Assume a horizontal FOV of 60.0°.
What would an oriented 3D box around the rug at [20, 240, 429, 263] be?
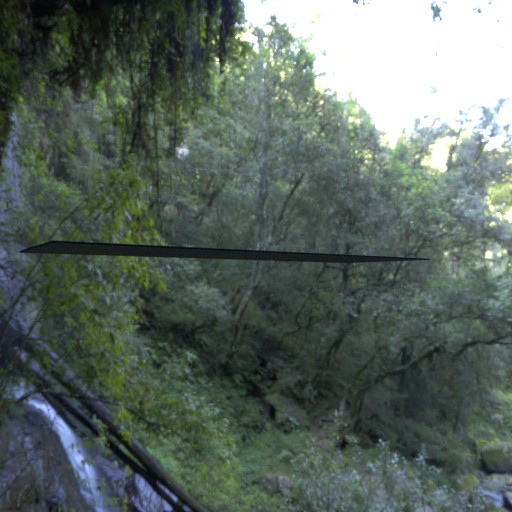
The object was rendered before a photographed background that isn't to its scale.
[{"bbox_3d":[0.000,0.000,2.675,2.448,0.012,0.769,2,-4,-36],"label":"rug"}]
